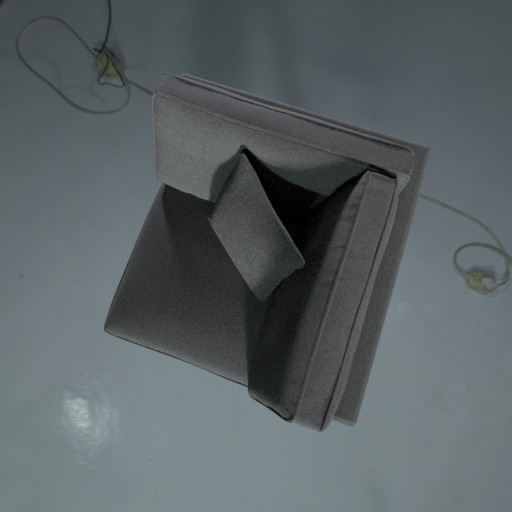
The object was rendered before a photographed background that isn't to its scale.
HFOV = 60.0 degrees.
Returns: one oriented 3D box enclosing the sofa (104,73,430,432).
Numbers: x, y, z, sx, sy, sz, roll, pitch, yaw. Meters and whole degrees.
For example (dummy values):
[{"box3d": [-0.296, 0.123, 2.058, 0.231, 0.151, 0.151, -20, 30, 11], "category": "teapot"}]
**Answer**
[{"box3d": [0.000, 0.000, 1.967, 1.084, 1.002, 1.146, 18, 78, 4], "category": "sofa"}]
